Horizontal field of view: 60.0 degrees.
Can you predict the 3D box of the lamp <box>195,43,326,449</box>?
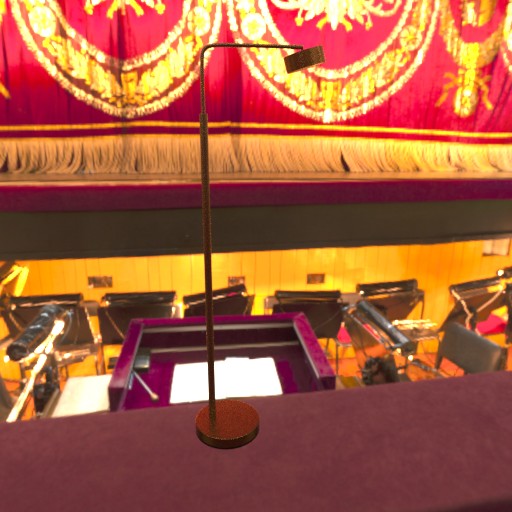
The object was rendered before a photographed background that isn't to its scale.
[{"bbox_3d":[0.000,0.000,1.388,0.418,1.230,0.219,-2,16,-9],"label":"lamp"}]
